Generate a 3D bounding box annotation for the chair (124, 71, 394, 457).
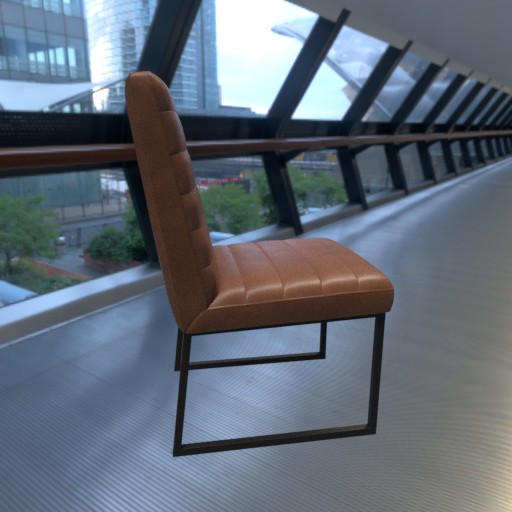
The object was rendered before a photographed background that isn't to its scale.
[{"bbox_3d":[0.000,0.000,1.284,0.634,0.930,0.520,-2,15,-9],"label":"chair"}]
